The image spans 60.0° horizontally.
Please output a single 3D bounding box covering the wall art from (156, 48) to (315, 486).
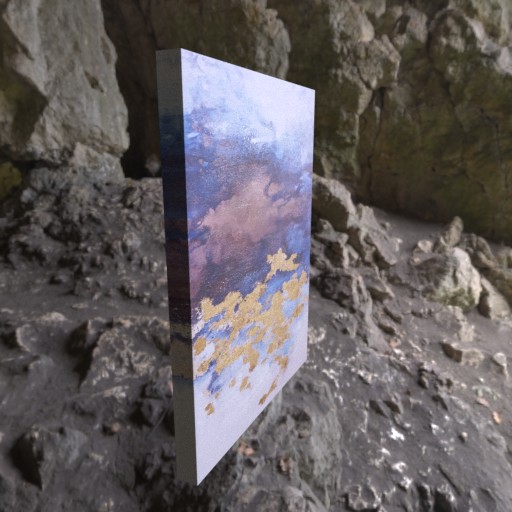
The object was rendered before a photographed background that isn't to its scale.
[{"bbox_3d":[0.000,0.000,0.762,0.036,0.581,0.437,7,16,26],"label":"wall art"}]
